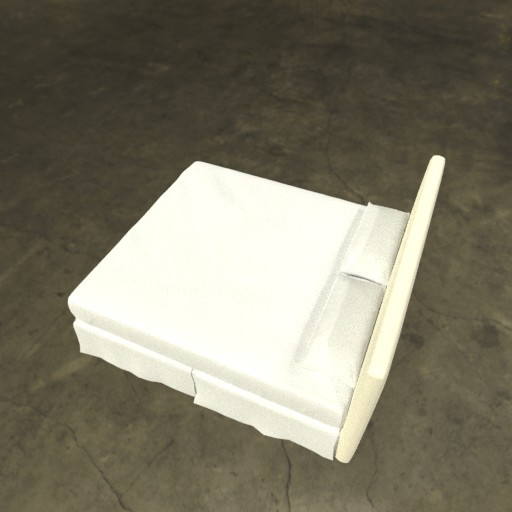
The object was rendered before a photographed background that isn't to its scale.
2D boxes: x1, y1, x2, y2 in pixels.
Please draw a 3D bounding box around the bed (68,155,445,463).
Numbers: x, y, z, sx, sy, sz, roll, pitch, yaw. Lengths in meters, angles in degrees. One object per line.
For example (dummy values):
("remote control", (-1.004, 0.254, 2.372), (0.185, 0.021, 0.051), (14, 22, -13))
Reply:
("bed", (0.000, 0.000, 3.563), (2.341, 1.317, 2.119), (18, 49, 16))
